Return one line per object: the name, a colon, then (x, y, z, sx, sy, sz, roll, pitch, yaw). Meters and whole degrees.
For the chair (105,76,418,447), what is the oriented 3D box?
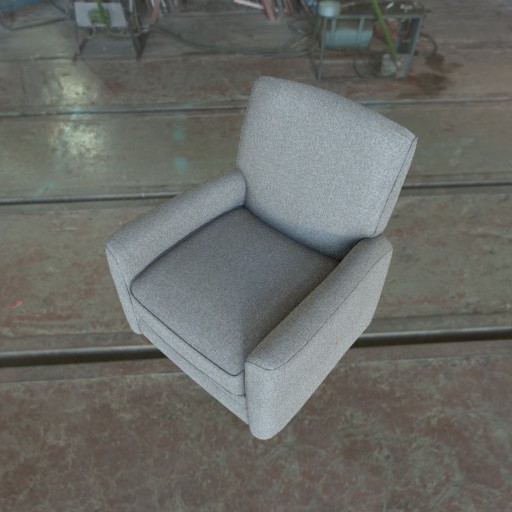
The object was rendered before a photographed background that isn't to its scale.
chair: (0.000, 0.000, 1.692, 0.848, 1.014, 0.864, 32, 54, 27)
